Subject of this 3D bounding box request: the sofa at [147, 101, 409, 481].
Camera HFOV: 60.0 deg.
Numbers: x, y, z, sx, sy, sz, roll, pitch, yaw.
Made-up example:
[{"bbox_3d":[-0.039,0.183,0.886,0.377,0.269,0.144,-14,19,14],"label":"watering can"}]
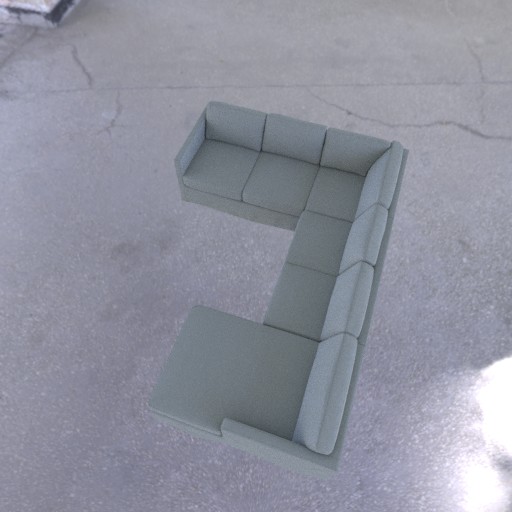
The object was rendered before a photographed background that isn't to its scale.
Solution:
[{"bbox_3d":[0.000,0.000,4.467,2.427,0.882,3.460,16,59,10],"label":"sofa"}]
